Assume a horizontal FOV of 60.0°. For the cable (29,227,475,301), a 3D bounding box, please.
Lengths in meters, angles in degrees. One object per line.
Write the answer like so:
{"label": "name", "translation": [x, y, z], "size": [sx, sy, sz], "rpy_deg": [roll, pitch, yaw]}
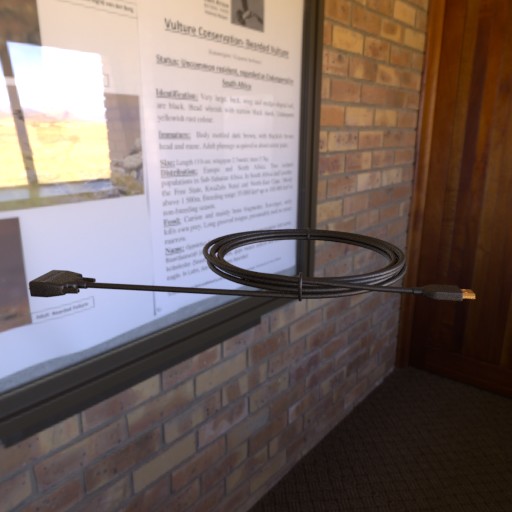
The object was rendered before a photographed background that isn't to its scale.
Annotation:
{"label": "cable", "translation": [0.000, 0.000, 0.525], "size": [0.422, 0.030, 0.257], "rpy_deg": [2, 16, 8]}
